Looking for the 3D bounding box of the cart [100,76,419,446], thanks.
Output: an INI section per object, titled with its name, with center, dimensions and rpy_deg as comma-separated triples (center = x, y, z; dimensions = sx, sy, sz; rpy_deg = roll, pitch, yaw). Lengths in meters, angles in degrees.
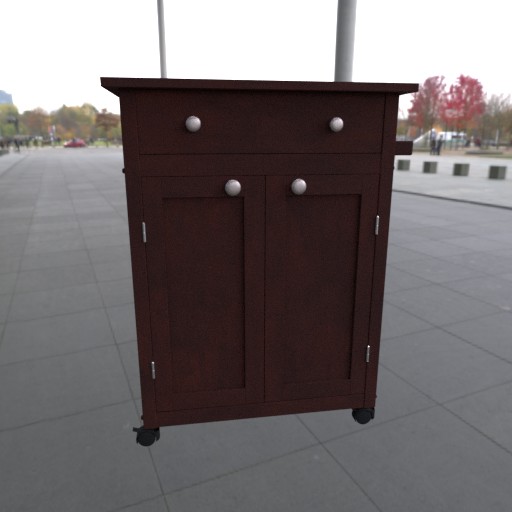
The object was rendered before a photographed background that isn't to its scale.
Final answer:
[cart]
center = 0.000, 0.000, 1.233
dimensions = 0.683, 0.864, 0.442
rpy_deg = -2, 15, -9
